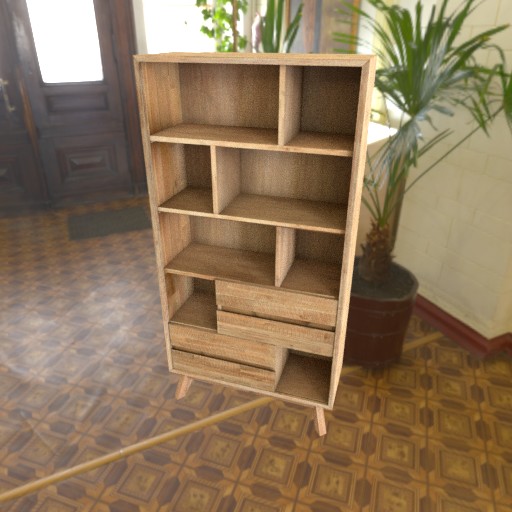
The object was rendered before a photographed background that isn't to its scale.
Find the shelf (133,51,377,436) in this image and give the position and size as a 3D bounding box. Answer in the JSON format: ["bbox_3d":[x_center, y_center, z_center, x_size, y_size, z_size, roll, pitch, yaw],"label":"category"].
[{"bbox_3d":[0.000,0.000,1.777,0.748,1.471,0.308,8,28,16],"label":"shelf"}]
